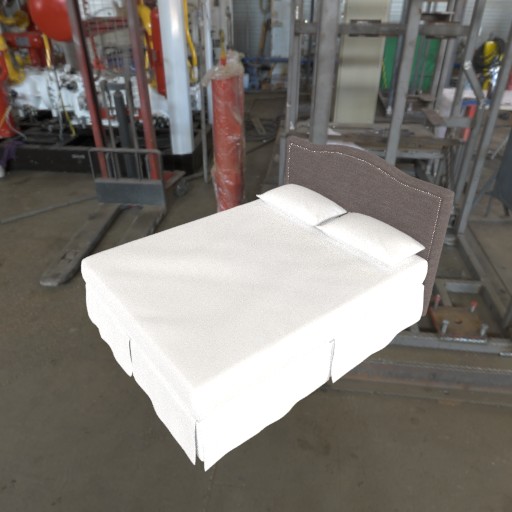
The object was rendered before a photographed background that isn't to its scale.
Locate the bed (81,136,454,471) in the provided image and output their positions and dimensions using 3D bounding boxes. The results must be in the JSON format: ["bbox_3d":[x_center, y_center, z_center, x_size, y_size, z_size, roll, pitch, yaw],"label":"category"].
[{"bbox_3d":[0.000,0.000,4.046,2.689,1.457,2.161,-23,38,-32],"label":"bed"}]
